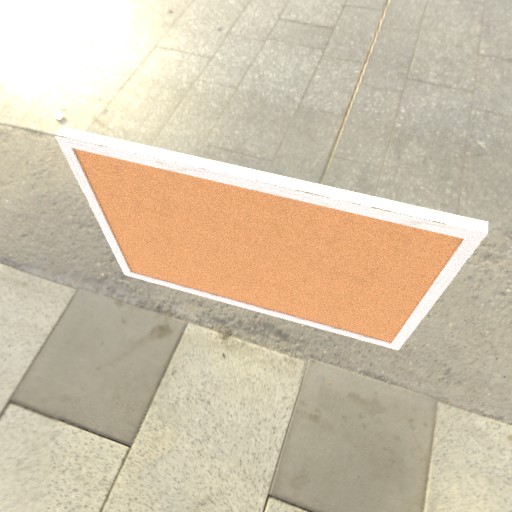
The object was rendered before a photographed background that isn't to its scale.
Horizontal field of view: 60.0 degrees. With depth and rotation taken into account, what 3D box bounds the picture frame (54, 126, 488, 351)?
[{"bbox_3d":[0.000,0.000,1.212,0.950,0.640,0.029,14,59,9],"label":"picture frame"}]
